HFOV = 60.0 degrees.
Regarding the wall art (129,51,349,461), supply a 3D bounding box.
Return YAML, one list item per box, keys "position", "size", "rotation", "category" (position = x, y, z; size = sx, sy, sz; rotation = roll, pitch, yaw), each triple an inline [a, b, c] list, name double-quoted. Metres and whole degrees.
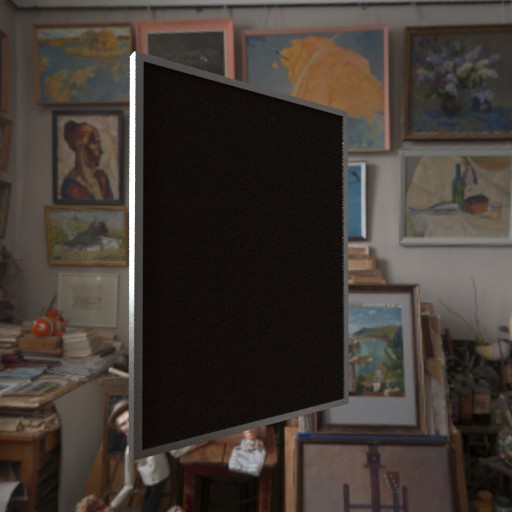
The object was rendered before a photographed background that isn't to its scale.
- position: [0.000, 0.000, 1.394]
  size: [0.801, 1.062, 0.037]
  rotation: [1, -1, -36]
  category: "wall art"
